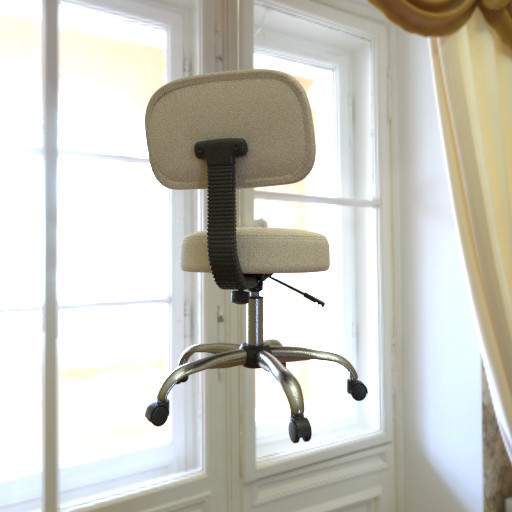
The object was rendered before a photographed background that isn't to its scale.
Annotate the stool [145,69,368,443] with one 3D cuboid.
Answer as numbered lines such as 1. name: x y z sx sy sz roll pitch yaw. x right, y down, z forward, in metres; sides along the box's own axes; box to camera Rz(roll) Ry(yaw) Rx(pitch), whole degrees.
1. stool: 0.000 0.000 1.258 0.609 0.810 0.616 0 0 17
